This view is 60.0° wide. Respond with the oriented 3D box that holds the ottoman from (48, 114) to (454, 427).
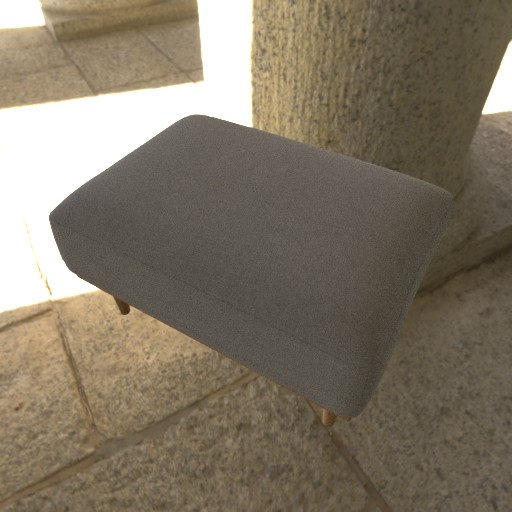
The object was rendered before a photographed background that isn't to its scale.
[{"bbox_3d":[0.000,0.000,1.072,0.749,0.428,0.549,23,50,21],"label":"ottoman"}]
